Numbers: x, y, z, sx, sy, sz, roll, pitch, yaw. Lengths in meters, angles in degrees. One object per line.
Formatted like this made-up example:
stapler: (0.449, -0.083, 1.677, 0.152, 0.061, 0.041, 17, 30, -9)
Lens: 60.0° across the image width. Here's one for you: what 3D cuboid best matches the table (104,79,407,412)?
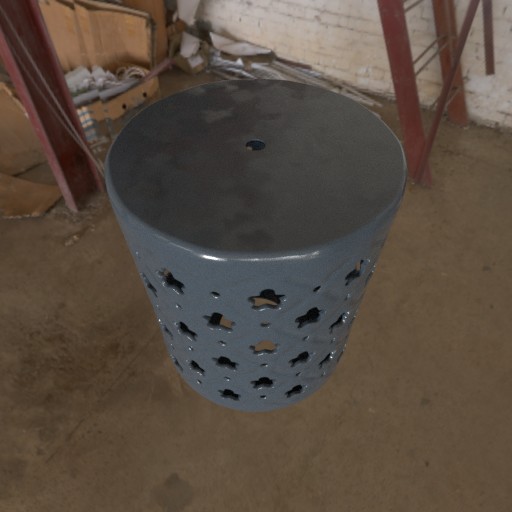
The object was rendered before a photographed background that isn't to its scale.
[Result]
table: (0.000, 0.000, 0.658, 0.352, 0.387, 0.352, 0, 48, 0)
